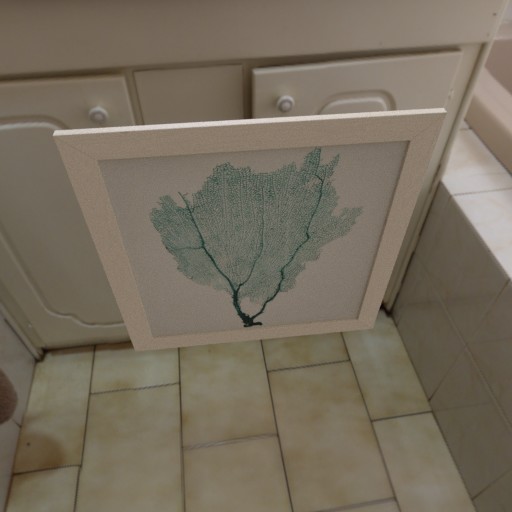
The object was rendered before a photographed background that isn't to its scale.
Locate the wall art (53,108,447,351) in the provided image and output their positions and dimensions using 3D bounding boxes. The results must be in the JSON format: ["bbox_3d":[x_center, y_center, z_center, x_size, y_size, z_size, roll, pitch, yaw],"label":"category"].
[{"bbox_3d":[0.000,0.000,0.855,0.572,0.577,0.015,-5,47,-4],"label":"wall art"}]
